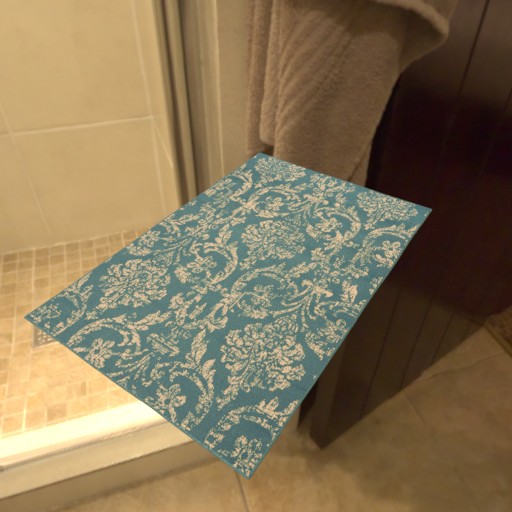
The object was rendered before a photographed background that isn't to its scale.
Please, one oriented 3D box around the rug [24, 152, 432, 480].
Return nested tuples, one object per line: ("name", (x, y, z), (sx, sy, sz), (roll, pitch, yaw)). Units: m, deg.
("rug", (0.000, 0.000, 2.253), (1.211, 0.012, 1.833), (24, 47, 25))
